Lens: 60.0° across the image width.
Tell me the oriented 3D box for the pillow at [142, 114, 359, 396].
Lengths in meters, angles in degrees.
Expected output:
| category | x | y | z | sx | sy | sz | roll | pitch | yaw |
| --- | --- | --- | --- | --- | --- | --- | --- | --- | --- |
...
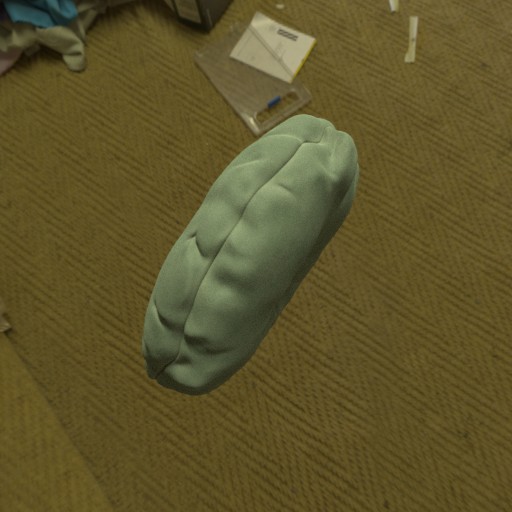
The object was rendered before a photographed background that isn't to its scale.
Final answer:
| category | x | y | z | sx | sy | sz | roll | pitch | yaw |
| --- | --- | --- | --- | --- | --- | --- | --- | --- | --- |
| pillow | 0.000 | 0.000 | 0.626 | 0.148 | 0.407 | 0.428 | 34 | 78 | 9 |
